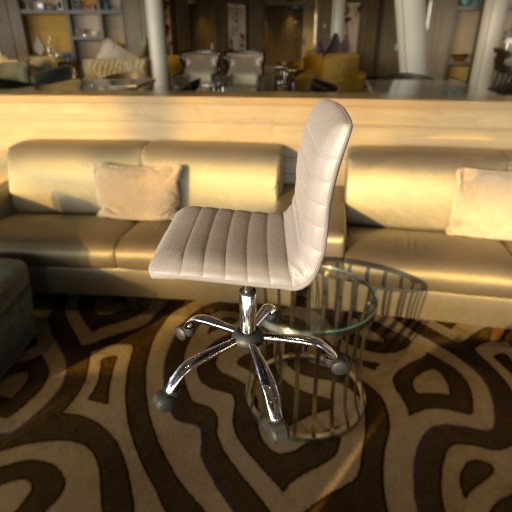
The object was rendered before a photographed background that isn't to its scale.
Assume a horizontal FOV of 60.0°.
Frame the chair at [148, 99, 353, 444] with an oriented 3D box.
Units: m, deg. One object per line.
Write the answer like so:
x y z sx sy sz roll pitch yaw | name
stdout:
0.000 0.000 1.153 0.542 0.750 0.569 1 26 1 | chair
